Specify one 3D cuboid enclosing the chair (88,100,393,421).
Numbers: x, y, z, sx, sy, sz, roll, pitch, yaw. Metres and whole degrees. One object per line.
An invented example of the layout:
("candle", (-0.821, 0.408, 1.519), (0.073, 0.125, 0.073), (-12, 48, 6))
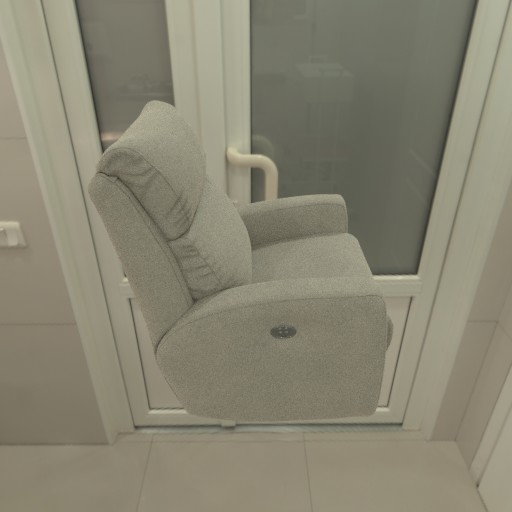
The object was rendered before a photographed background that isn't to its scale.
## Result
("chair", (0.000, 0.000, 1.662), (0.940, 1.021, 0.794), (0, 31, 0))
